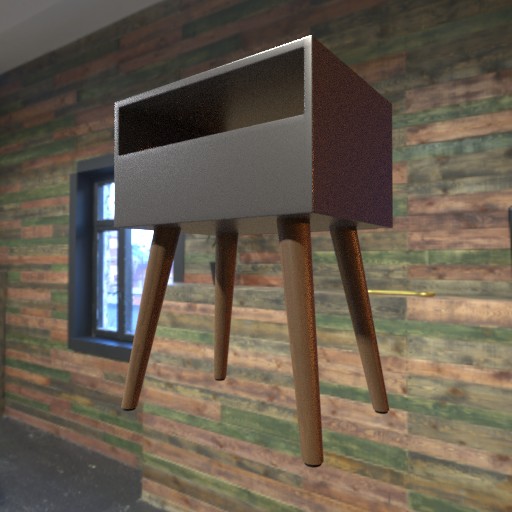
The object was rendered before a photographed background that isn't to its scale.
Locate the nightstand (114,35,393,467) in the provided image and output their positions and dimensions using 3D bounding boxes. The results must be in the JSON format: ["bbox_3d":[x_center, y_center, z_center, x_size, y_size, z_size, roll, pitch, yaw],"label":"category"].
[{"bbox_3d":[0.000,0.000,0.737,0.370,0.508,0.288,-1,-1,36],"label":"nightstand"}]
